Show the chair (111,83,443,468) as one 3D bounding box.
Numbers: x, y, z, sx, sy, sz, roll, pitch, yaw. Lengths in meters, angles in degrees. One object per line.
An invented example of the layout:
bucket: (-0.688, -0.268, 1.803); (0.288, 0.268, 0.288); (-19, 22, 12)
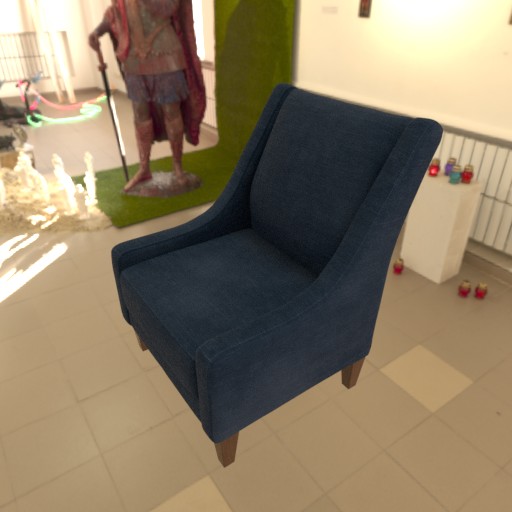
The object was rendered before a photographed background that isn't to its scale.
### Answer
chair: (0.000, 0.000, 1.616); (0.870, 1.014, 0.774); (-20, 37, -30)
